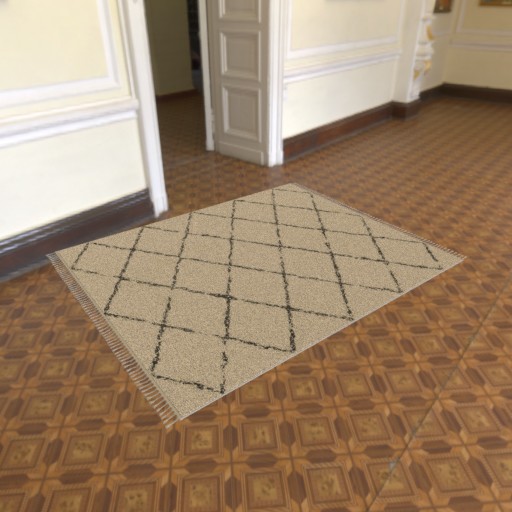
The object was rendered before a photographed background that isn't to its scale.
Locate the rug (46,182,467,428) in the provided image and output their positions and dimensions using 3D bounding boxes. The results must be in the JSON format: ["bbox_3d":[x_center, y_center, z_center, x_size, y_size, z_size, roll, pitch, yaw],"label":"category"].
[{"bbox_3d":[0.000,0.000,4.051,3.051,0.013,2.380,-21,36,-32],"label":"rug"}]
